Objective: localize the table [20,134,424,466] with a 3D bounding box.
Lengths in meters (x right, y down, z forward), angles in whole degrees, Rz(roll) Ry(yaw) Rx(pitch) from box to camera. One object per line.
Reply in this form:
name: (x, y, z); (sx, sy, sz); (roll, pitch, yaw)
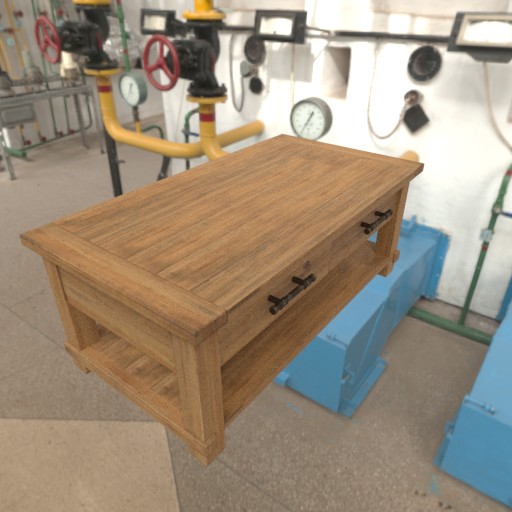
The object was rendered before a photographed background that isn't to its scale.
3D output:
table: (0.000, 0.000, 1.604); (0.693, 0.494, 1.270); (22, 37, 32)
